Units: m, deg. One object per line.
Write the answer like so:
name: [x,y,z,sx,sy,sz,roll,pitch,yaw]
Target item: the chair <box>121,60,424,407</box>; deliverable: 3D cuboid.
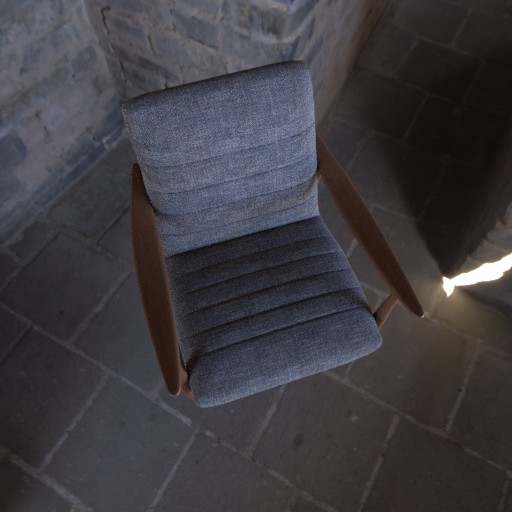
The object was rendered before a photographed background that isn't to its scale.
chair: [0.000,0.000,1.456,0.741,0.832,0.798,-16,64,-8]
